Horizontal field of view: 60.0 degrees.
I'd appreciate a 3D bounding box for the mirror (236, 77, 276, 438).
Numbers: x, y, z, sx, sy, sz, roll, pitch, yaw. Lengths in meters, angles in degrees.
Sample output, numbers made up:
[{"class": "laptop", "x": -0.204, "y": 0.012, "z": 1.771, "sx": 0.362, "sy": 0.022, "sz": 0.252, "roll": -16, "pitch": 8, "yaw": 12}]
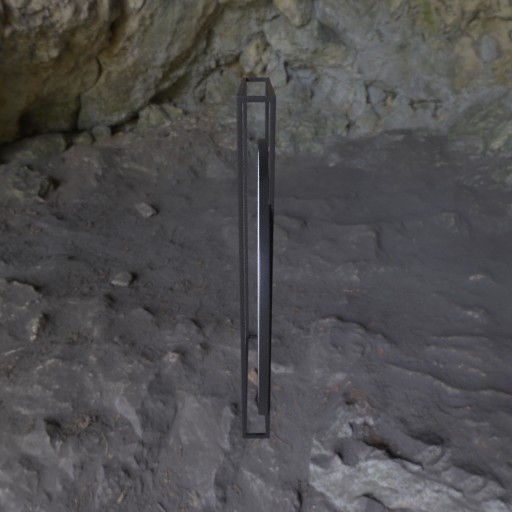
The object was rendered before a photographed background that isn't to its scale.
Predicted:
[{"class": "mirror", "x": 0.000, "y": 0.000, "z": 0.835, "sx": 0.051, "sy": 0.603, "sz": 0.508, "roll": 0, "pitch": 26, "yaw": 0}]
